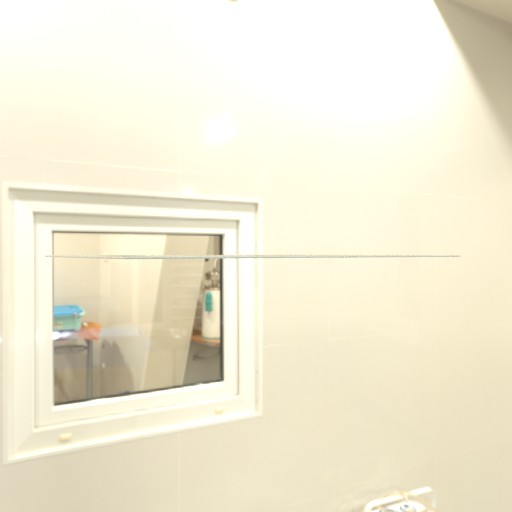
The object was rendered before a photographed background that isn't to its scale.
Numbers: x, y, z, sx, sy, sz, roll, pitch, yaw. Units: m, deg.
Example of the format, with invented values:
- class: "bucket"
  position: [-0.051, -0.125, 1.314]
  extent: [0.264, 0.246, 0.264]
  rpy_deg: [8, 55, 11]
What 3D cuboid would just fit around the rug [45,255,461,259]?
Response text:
- class: "rug"
  position: [0.000, 0.000, 2.331]
  extent: [1.827, 0.008, 1.225]
  rpy_deg: [0, 0, -36]
